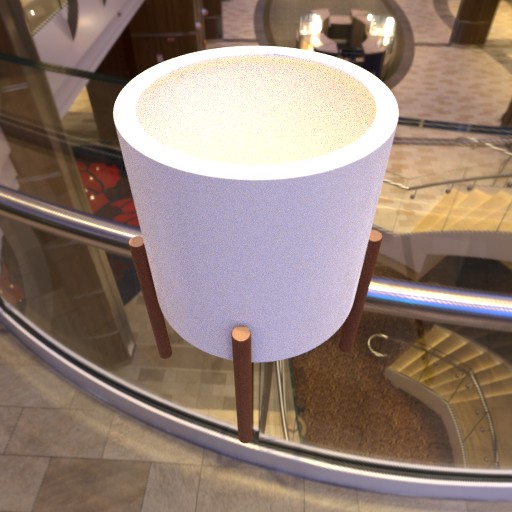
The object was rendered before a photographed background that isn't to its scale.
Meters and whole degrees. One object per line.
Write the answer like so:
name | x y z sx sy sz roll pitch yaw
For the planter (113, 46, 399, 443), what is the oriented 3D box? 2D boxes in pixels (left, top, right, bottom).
planter | 0.000 0.000 0.900 0.417 0.670 0.417 -33 54 -29
